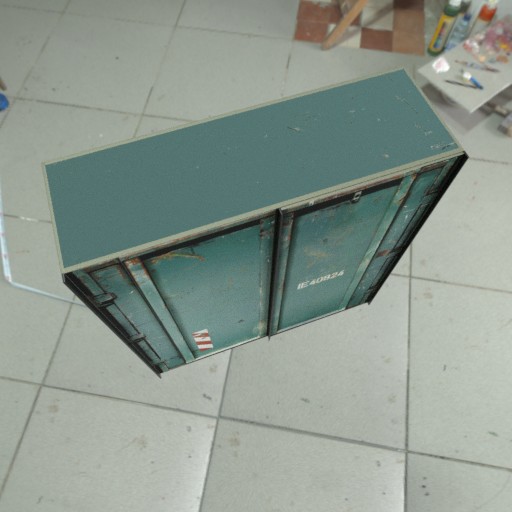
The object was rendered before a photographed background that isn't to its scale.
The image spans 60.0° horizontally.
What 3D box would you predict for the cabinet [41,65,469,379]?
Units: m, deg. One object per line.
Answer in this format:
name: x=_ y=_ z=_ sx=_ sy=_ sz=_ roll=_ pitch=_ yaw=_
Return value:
cabinet: x=0.000 y=0.000 z=3.155 sx=2.000 sy=2.160 sz=0.680 roll=-18 pitch=65 yaw=-9
